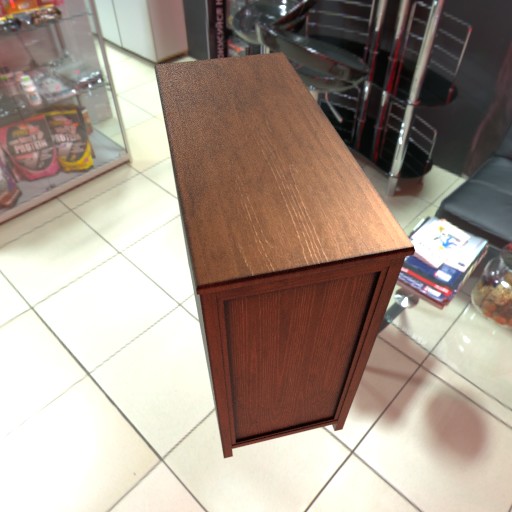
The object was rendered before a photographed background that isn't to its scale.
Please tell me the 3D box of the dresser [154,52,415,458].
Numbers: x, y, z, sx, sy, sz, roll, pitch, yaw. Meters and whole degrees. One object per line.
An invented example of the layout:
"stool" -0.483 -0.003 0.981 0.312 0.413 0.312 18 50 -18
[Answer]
"dresser" 0.000 0.000 1.955 0.591 1.224 1.250 -10 48 -9
